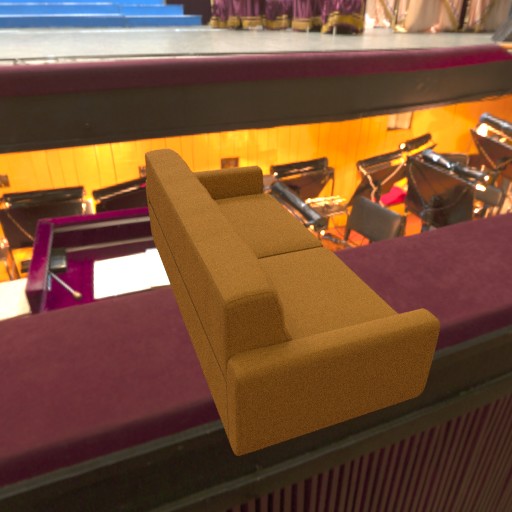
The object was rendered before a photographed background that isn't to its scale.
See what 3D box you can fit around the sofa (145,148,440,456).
[{"bbox_3d":[0.000,0.000,2.507,0.909,0.841,2.029,-11,32,-18],"label":"sofa"}]
